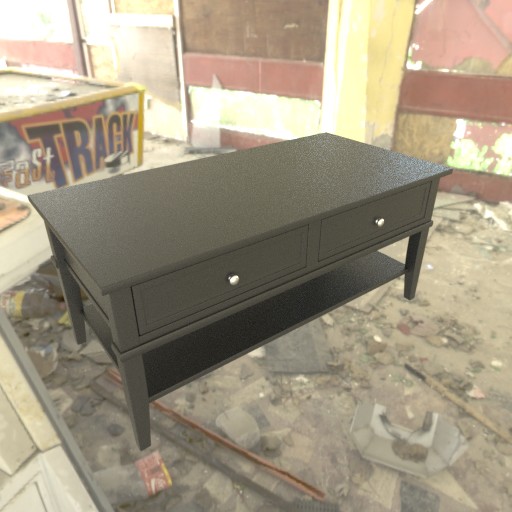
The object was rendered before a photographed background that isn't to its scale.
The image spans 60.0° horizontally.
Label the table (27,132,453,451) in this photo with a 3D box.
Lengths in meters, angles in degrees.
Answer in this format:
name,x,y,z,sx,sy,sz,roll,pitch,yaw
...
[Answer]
name,x,y,z,sx,sy,sz,roll,pitch,yaw
table,0.000,0.000,1.318,1.044,0.470,0.523,-20,36,-31
